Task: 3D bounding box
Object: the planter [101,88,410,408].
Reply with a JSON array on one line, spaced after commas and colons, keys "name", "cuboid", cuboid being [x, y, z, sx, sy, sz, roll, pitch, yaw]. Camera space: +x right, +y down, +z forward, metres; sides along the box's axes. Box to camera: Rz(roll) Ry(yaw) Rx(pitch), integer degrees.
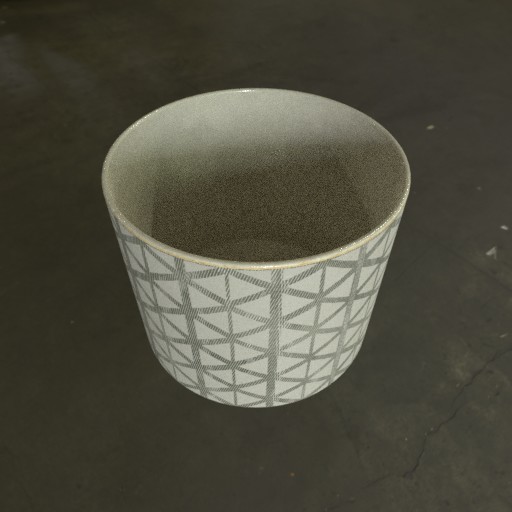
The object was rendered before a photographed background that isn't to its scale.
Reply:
[{"name": "planter", "cuboid": [0.000, 0.000, 0.344, 0.190, 0.181, 0.190, 0, 46, 0]}]
